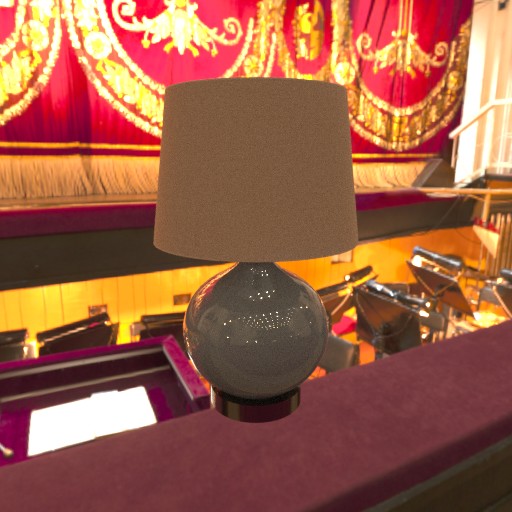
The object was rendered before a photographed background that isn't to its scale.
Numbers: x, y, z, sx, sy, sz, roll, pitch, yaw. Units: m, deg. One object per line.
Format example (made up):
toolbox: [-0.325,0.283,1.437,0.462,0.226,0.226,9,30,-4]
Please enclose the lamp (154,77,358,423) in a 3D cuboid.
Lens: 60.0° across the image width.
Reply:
lamp: [0.000,0.000,0.551,0.247,0.387,0.247,0,13,0]
